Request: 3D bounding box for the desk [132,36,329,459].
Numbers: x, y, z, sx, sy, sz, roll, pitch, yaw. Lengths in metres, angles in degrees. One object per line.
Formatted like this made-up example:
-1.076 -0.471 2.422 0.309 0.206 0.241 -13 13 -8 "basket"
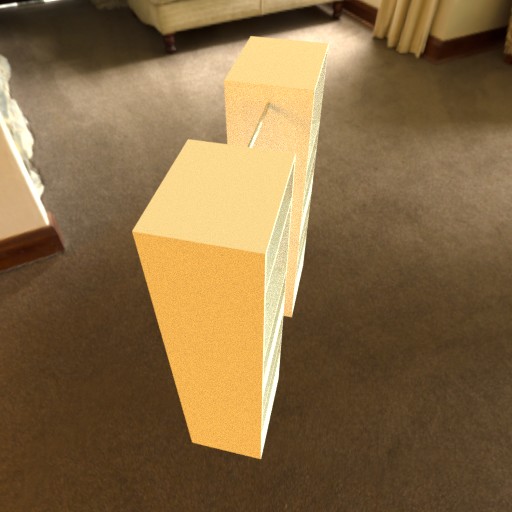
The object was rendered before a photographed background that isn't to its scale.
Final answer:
0.000 0.000 2.838 0.480 2.000 1.770 10 48 9 "desk"
